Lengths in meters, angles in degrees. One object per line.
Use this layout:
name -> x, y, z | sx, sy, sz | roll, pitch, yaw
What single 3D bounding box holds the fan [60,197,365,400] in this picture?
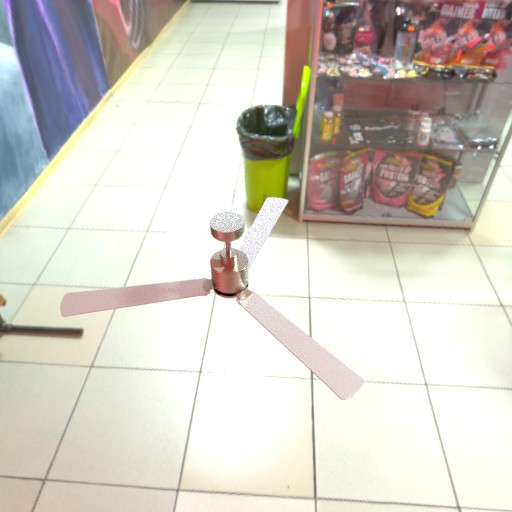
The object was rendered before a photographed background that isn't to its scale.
fan -> 0.000, 0.000, 2.318 | 1.531, 0.446, 1.561 | 26, 47, 27
